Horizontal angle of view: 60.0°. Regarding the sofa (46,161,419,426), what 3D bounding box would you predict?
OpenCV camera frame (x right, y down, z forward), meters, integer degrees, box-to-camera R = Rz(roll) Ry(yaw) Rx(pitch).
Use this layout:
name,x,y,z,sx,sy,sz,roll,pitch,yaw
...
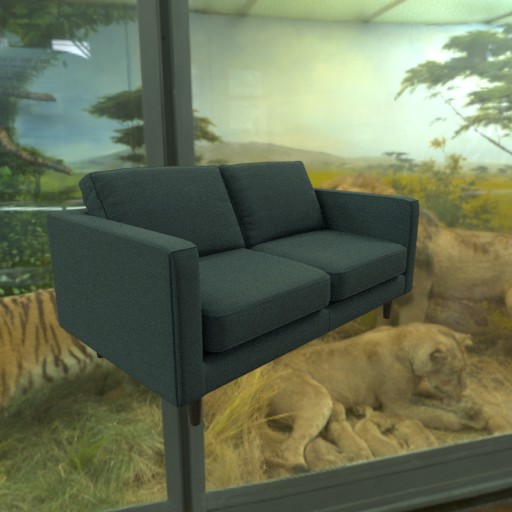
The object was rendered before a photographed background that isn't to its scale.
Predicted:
name,x,y,z,sx,sy,sz,roll,pitch,yaw
sofa,0.000,0.000,2.264,0.999,0.907,1.659,14,20,43
